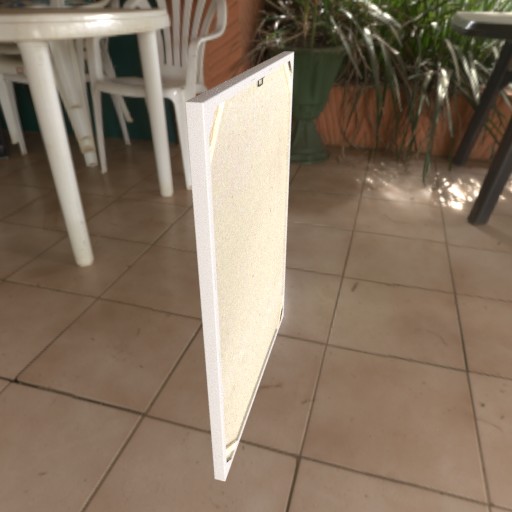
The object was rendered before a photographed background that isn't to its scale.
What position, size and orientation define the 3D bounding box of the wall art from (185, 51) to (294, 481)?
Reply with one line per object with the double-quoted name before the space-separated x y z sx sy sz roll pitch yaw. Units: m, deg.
"wall art" 0.000 0.000 1.545 0.038 1.212 0.914 8 31 13
